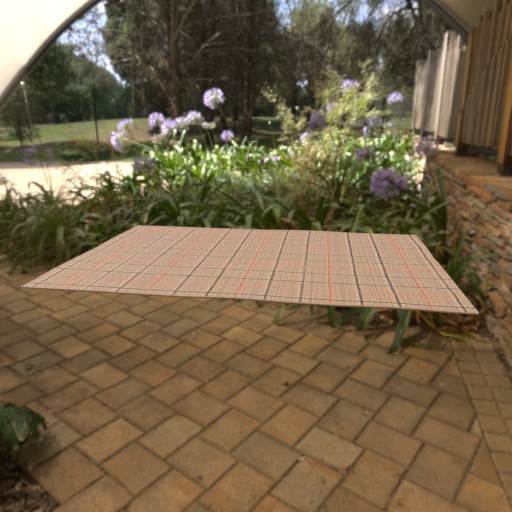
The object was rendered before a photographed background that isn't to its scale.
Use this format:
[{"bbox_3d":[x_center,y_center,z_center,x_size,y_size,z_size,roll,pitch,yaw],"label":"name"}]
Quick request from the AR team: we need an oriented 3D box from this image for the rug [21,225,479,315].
[{"bbox_3d":[0.000,0.000,2.320,1.829,0.013,1.220,2,17,8],"label":"rug"}]
